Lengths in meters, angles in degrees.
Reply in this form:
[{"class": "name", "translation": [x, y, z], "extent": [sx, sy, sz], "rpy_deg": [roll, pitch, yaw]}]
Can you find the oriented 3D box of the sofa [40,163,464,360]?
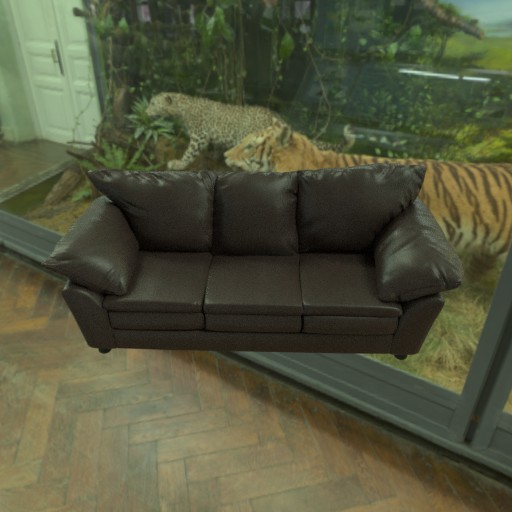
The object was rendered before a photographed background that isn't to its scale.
[{"class": "sofa", "translation": [0.000, 0.000, 2.902], "extent": [2.390, 1.091, 0.907], "rpy_deg": [1, 31, 1]}]
